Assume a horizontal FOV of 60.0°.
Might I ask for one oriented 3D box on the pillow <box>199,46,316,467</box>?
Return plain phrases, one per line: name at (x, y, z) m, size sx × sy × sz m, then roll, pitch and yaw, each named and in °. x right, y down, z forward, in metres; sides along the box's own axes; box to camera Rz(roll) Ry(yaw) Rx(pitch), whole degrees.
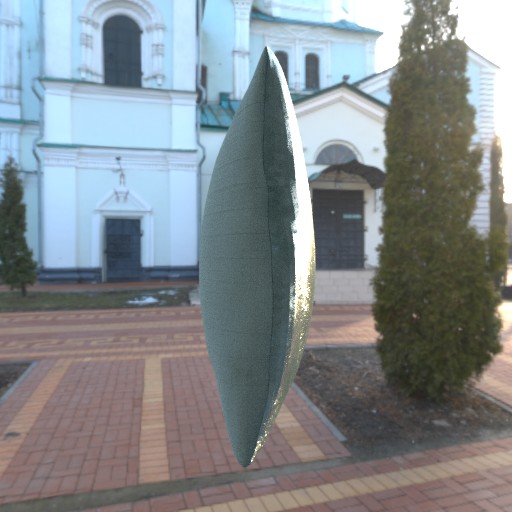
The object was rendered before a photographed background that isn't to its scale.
pillow at (0.000, 0.000, 0.715) m, size 0.175 × 0.464 × 0.470 m, roll 0°, pitch 1°, yaw -1°
